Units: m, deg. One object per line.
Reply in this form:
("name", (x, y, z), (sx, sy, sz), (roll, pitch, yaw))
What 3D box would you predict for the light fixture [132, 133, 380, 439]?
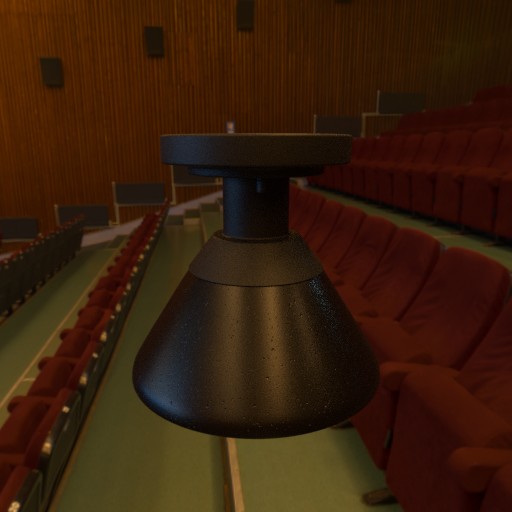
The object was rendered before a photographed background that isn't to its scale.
("light fixture", (0.000, 0.000, 0.349), (0.200, 0.183, 0.200), (0, 14, 0))
